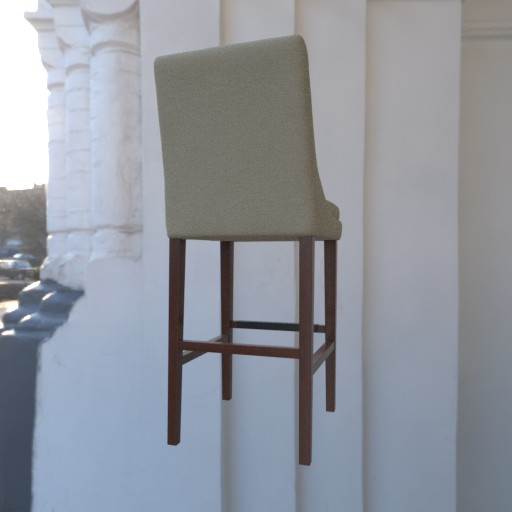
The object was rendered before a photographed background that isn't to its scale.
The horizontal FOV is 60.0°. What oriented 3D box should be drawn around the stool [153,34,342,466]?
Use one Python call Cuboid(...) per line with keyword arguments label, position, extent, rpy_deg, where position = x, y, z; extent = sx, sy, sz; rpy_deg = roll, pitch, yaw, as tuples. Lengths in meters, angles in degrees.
Cuboid(label="stool", position=(0.000, 0.000, 1.376), extent=(0.470, 1.078, 0.577), rpy_deg=(0, 0, 18))
